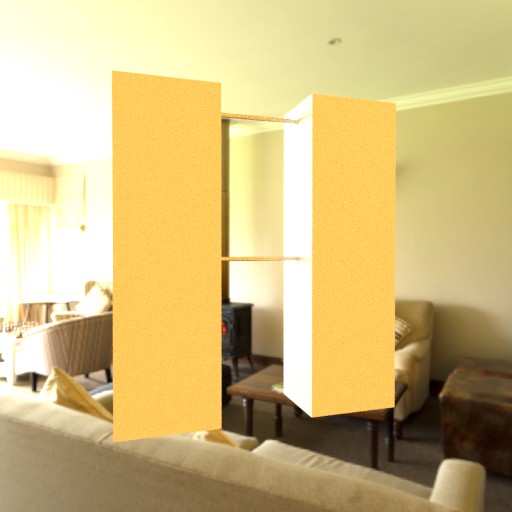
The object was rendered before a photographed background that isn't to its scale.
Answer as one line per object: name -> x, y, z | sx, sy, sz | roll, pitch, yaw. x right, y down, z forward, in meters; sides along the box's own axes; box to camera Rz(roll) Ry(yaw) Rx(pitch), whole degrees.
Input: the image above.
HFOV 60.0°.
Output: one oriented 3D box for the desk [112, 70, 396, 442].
desk -> 0.000, 0.000, 2.879 | 1.770, 2.000, 0.480 | 0, 1, -18
